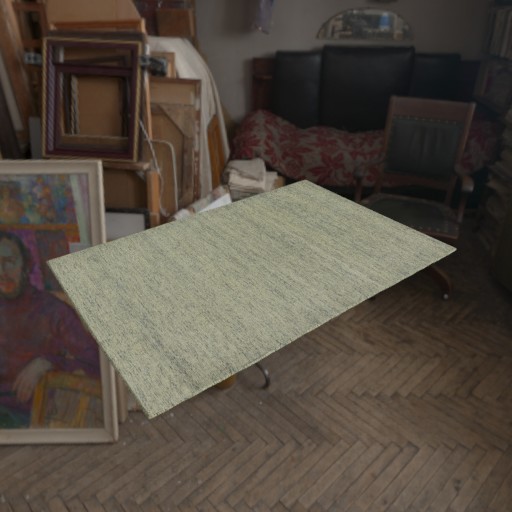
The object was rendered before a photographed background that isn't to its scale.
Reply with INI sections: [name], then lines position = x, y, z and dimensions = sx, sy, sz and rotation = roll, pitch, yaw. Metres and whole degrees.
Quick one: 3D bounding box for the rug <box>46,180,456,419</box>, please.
[rug]
position = 0.000, 0.000, 2.384
dimensions = 1.846, 0.014, 1.243
rotation = -22, 38, -31
